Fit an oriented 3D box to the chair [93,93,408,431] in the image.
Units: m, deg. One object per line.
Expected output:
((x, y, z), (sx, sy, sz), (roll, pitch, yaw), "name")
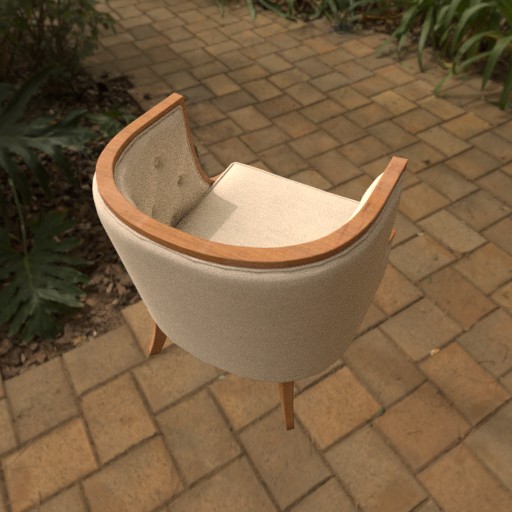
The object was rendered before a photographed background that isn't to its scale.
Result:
((0.000, 0.000, 1.362), (0.711, 0.775, 0.757), (22, 51, 19), "chair")
